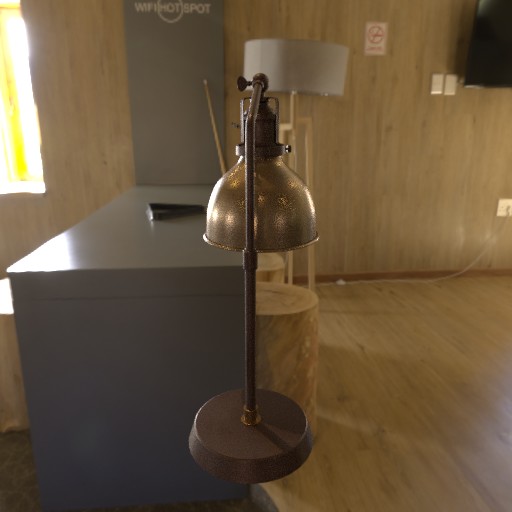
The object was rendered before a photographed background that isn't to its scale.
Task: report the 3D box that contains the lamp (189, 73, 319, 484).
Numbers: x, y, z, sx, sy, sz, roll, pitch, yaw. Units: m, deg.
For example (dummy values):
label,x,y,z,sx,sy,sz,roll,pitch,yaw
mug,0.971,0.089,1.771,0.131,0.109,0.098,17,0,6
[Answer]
label,x,y,z,sx,sy,sz,roll,pitch,yaw
lamp,0.000,0.000,0.595,0.175,0.469,0.298,3,16,9
